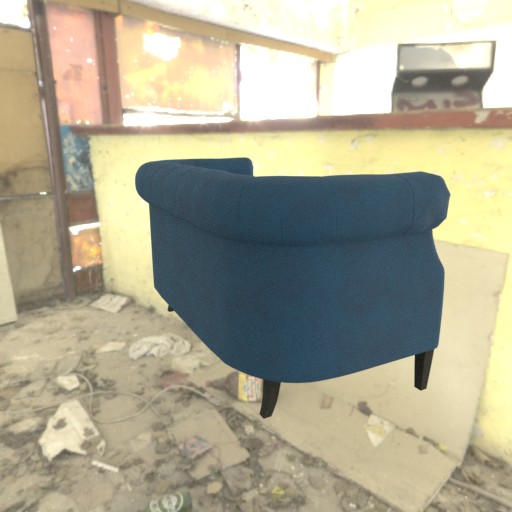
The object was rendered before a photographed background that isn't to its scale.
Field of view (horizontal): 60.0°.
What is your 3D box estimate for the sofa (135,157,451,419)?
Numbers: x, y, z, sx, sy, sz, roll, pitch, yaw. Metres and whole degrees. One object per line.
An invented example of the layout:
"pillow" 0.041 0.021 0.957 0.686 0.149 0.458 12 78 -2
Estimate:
"sofa" 0.000 0.000 2.014 0.835 0.827 1.558 -8 17 -27
